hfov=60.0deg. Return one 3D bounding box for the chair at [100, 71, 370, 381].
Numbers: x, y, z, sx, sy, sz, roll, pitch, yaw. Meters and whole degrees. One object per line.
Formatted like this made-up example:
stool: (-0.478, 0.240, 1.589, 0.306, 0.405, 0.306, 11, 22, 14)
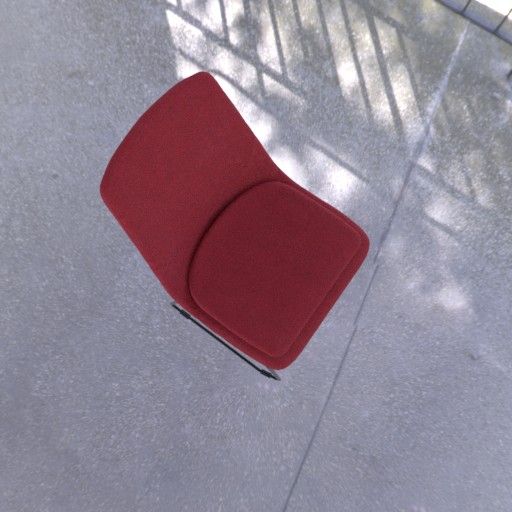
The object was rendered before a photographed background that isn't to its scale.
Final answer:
chair: (0.000, 0.000, 1.168, 0.518, 0.858, 0.479, 35, 79, 8)
